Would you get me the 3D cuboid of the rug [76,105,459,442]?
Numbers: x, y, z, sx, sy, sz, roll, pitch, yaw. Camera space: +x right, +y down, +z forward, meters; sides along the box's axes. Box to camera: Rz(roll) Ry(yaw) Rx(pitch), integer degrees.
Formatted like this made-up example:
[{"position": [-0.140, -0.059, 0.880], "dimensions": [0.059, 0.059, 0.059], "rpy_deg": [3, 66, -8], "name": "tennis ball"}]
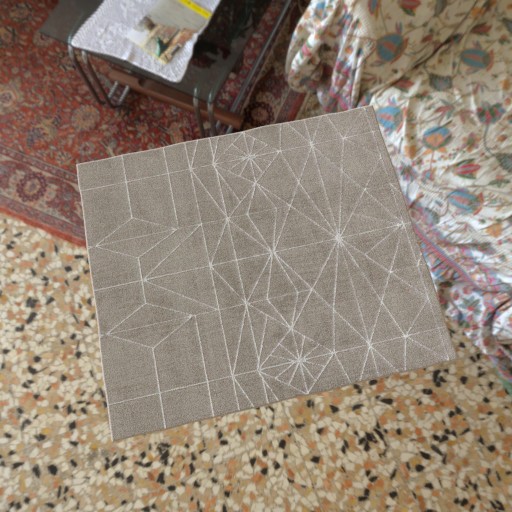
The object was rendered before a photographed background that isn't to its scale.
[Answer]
[{"position": [0.000, 0.000, 0.862], "dimensions": [0.639, 0.006, 0.548], "rpy_deg": [-12, 75, -3], "name": "rug"}]
